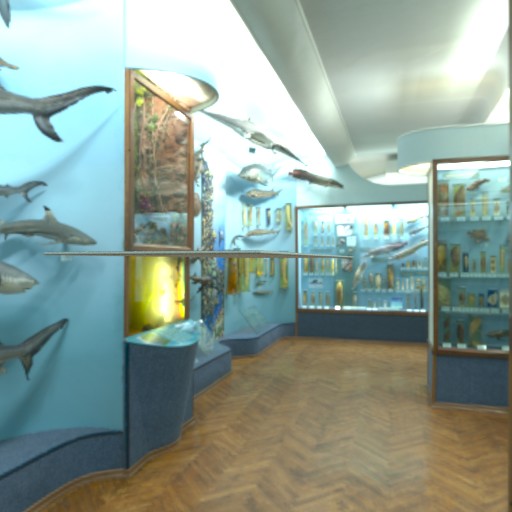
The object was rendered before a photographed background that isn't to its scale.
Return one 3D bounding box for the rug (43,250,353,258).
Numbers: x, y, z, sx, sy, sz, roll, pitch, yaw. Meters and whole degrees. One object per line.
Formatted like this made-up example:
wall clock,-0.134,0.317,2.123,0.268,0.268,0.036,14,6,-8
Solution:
rug,0.000,0.000,2.657,0.864,0.012,2.388,0,-1,19
